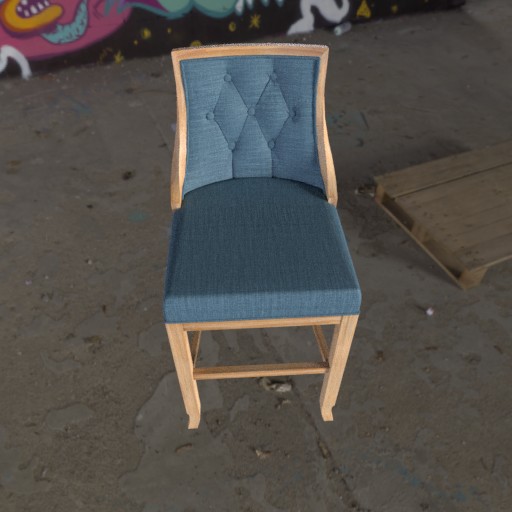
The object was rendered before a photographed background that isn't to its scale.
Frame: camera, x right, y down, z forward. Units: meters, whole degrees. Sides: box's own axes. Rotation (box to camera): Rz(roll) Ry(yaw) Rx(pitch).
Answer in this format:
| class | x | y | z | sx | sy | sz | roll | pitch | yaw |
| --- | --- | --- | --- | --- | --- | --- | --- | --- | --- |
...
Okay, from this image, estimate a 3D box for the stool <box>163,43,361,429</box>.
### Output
| class | x | y | z | sx | sy | sz | roll | pitch | yaw |
| --- | --- | --- | --- | --- | --- | --- | --- | --- | --- |
| stool | 0.000 | 0.000 | 1.431 | 0.524 | 1.101 | 0.626 | -2 | 45 | -2 |
